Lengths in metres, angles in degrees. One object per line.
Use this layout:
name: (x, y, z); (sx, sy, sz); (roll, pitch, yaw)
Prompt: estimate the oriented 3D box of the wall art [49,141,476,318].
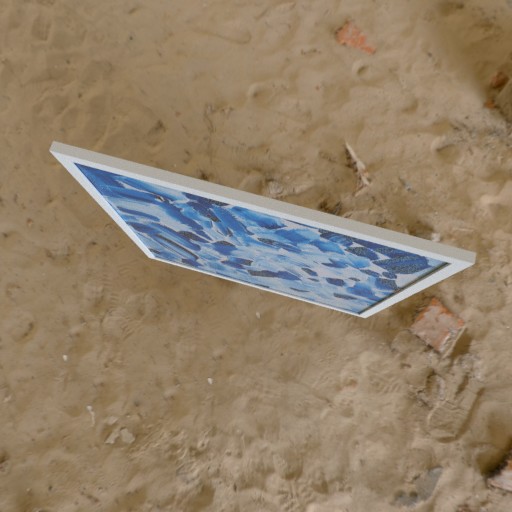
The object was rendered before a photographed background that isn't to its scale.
wall art: (0.000, 0.000, 0.681); (0.457, 0.457, 0.012); (15, 76, 4)
